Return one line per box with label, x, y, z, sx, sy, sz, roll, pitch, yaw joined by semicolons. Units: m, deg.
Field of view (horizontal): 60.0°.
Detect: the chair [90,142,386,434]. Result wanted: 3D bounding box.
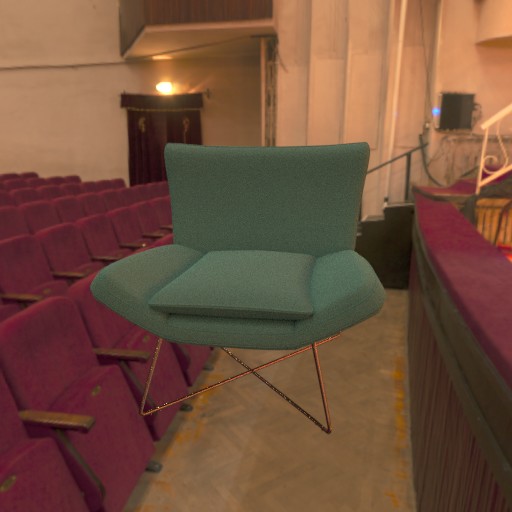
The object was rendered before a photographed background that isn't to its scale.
chair;0.000;0.000;1.699;0.859;0.855;1.008;2;13;9
